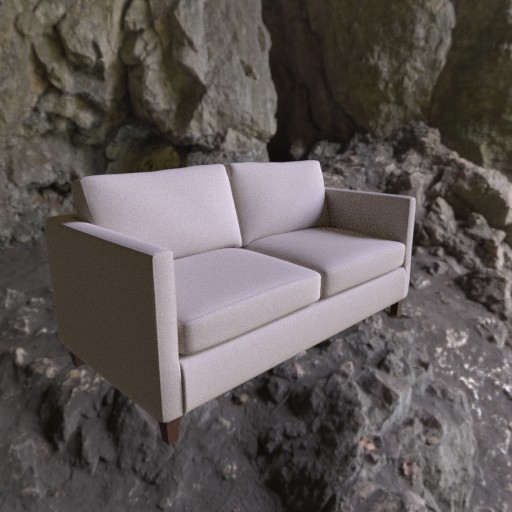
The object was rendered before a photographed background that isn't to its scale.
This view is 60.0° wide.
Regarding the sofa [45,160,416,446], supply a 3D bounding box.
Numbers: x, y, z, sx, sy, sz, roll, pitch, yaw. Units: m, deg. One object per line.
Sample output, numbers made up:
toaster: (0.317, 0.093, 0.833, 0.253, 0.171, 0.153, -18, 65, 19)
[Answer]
sofa: (0.000, 0.000, 2.226, 1.722, 0.888, 0.873, -15, 22, -43)
